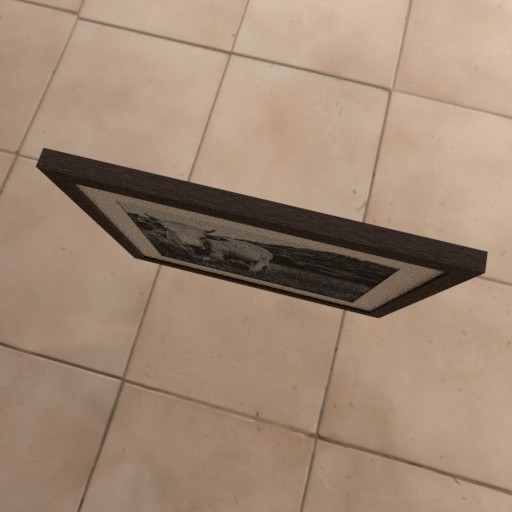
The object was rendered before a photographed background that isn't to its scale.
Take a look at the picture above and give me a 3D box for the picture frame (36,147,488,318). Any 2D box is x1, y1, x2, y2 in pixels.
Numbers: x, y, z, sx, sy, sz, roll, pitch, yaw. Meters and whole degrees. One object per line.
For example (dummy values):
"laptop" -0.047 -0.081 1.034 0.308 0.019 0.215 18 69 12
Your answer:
"picture frame" 0.000 0.000 0.746 0.546 0.455 0.026 14 76 3
